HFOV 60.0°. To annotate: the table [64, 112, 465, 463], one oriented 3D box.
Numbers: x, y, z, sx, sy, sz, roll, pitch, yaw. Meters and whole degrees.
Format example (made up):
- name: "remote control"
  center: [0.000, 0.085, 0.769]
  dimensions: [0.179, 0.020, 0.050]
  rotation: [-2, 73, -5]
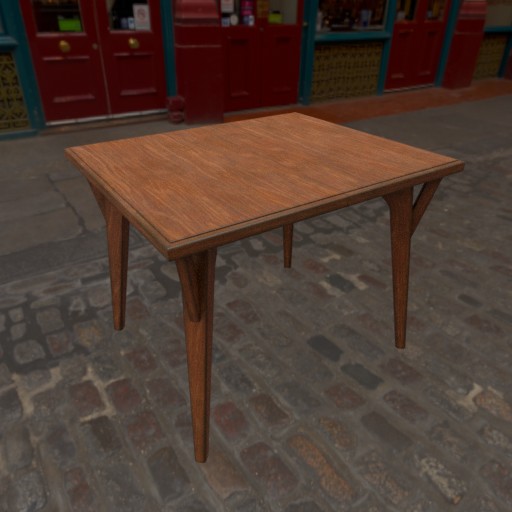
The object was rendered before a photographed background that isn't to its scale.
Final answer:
- name: "table"
  center: [0.000, 0.000, 1.612]
  dimensions: [0.991, 0.761, 0.838]
  rotation: [-19, 35, -29]
